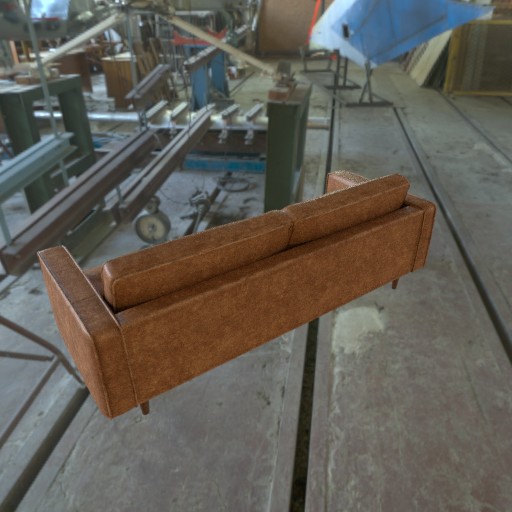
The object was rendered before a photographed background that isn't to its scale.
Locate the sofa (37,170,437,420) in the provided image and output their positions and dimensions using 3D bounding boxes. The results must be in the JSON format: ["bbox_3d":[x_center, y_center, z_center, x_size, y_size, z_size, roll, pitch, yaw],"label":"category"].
[{"bbox_3d":[0.000,0.000,2.606,2.199,0.779,0.886,-20,35,-30],"label":"sofa"}]
